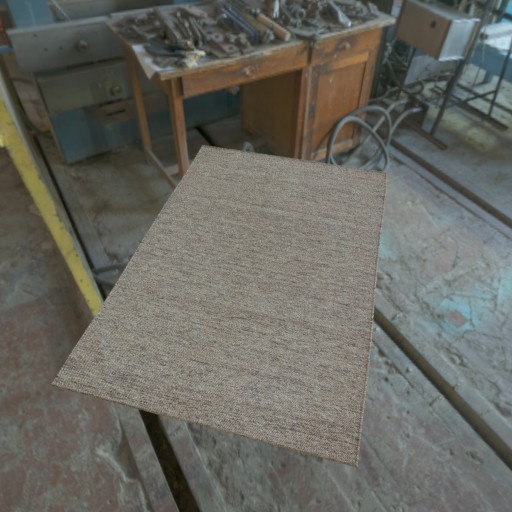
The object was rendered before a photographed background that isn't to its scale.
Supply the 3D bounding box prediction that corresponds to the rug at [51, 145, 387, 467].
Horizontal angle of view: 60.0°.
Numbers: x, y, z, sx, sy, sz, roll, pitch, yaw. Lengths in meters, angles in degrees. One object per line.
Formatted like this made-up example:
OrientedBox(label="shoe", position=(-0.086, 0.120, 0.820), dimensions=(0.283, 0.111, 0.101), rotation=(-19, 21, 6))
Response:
OrientedBox(label="rug", position=(0.000, 0.000, 2.866), dimensions=(1.547, 0.013, 2.283), rotation=(11, 47, 10))
